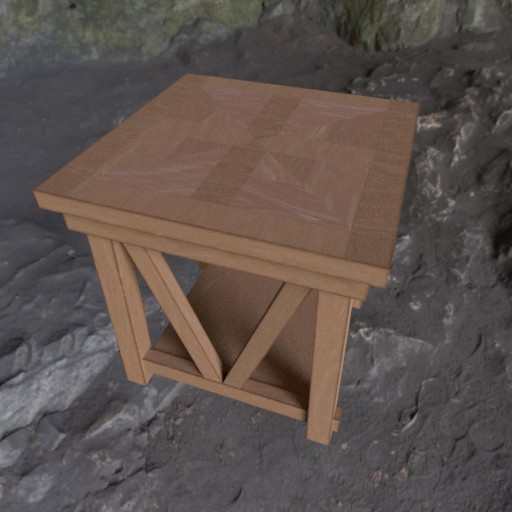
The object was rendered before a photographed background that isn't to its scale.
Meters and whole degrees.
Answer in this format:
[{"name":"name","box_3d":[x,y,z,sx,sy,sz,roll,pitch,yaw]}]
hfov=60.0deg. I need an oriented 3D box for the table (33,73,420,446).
[{"name":"table","box_3d":[0.000,0.000,1.122,0.612,0.638,0.610,13,43,14]}]
